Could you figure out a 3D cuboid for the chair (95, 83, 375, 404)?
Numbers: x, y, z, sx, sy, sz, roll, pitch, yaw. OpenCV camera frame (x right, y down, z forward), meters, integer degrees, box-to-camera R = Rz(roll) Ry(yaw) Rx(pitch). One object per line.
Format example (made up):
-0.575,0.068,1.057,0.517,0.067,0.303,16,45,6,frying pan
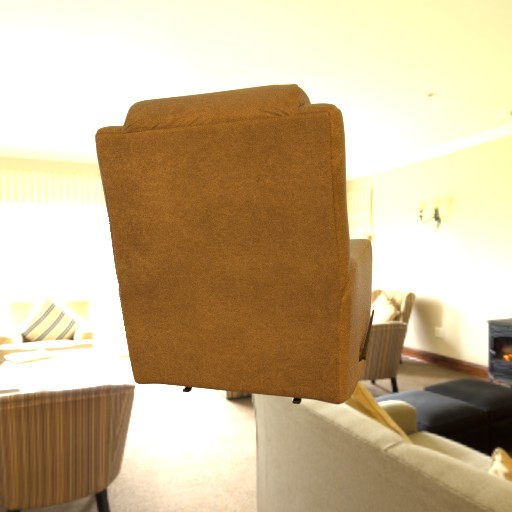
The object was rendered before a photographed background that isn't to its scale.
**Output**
0.000,0.000,1.922,0.967,1.116,1.068,0,0,18,chair
